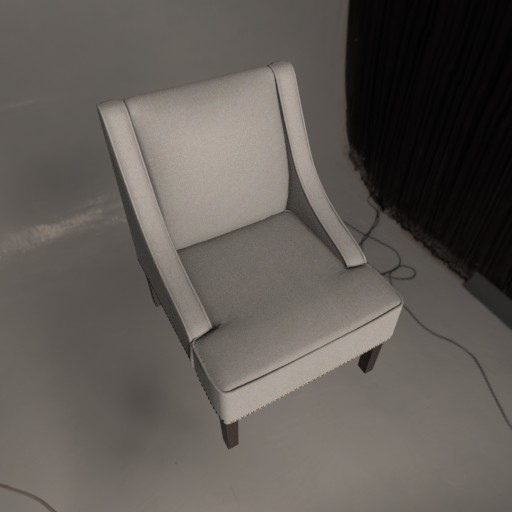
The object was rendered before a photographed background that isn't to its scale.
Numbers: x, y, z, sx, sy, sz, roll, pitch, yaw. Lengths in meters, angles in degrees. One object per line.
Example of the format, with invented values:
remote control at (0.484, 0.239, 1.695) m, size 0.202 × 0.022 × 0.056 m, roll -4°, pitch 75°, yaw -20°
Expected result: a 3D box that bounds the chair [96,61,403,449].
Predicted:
chair at (0.000, 0.000, 1.408) m, size 0.631 × 0.867 × 0.747 m, roll -22°, pitch 49°, yaw -20°
